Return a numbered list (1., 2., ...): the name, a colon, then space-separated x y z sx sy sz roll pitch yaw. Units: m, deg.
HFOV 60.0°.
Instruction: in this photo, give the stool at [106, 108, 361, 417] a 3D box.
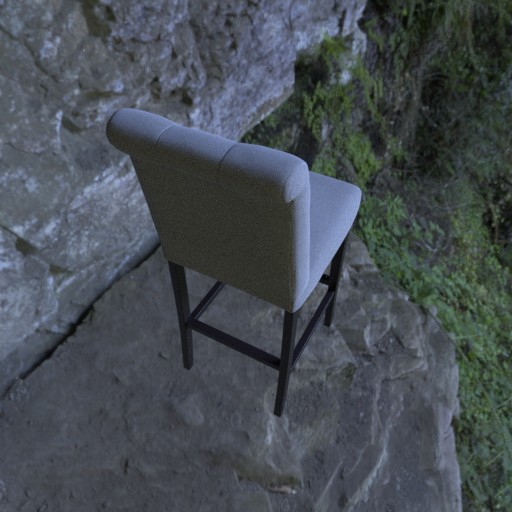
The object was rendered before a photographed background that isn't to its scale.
1. stool: 0.000 0.000 1.462 0.493 1.140 0.601 21 49 20
